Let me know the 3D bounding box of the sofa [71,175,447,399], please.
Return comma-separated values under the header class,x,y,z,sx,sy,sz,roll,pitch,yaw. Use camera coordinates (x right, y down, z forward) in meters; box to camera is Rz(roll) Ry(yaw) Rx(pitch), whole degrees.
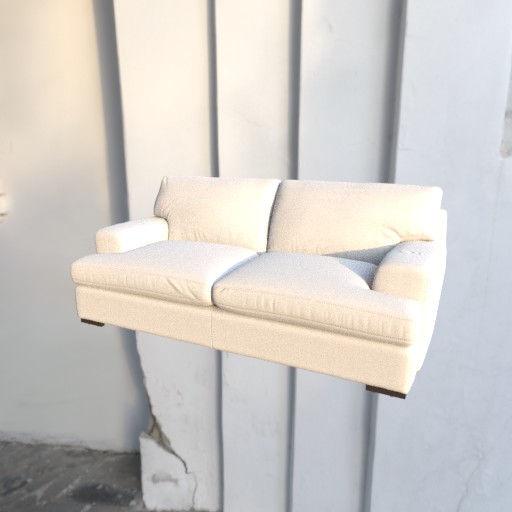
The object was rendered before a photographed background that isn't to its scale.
class,x,y,z,sx,sy,sz,roll,pitch,yaw
sofa,0.000,0.000,2.893,2.261,0.940,1.143,7,16,26
